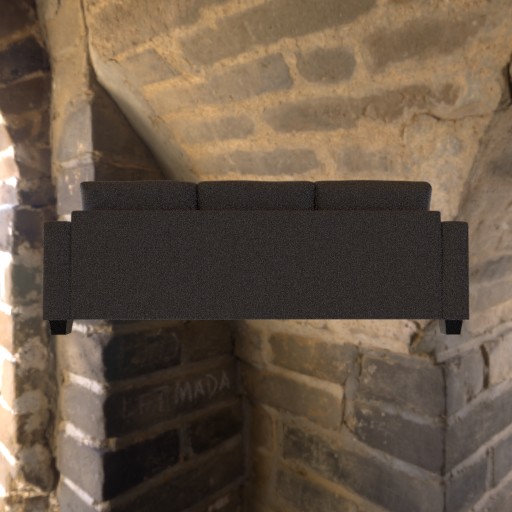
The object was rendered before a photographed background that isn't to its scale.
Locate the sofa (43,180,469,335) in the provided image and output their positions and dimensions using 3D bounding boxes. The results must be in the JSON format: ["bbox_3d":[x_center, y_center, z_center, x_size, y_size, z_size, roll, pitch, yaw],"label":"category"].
[{"bbox_3d":[0.000,0.000,2.622,2.120,0.800,0.900,0,-1,0],"label":"sofa"}]
